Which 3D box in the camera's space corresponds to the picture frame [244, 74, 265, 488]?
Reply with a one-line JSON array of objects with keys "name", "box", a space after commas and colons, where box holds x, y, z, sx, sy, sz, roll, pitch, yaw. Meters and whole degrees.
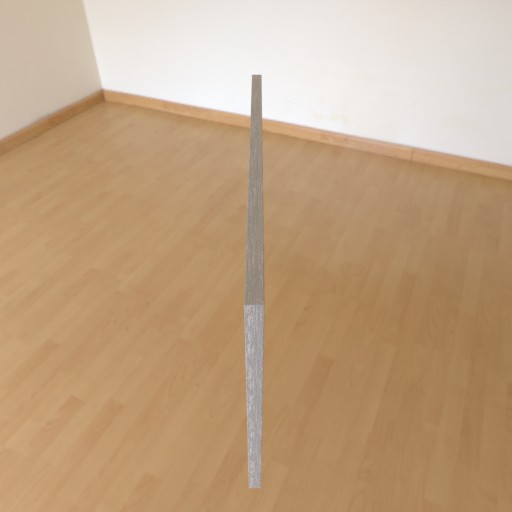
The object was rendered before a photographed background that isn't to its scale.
[{"name": "picture frame", "box": [0.000, 0.000, 1.205, 0.029, 0.640, 0.950, 0, 41, 0]}]
